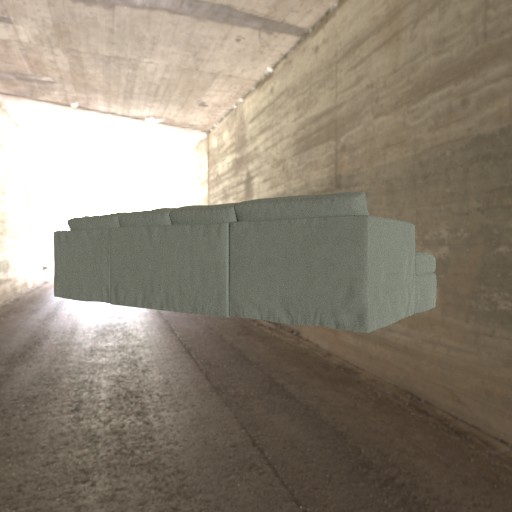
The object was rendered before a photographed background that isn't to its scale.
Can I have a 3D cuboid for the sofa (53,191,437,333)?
[{"bbox_3d":[0.000,0.000,4.538,3.434,0.869,2.440,0,1,36],"label":"sofa"}]
